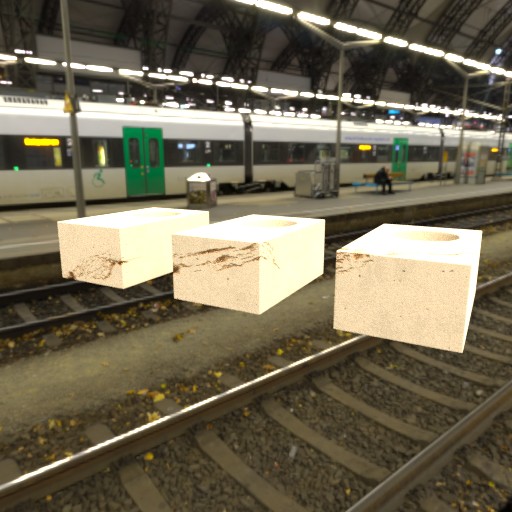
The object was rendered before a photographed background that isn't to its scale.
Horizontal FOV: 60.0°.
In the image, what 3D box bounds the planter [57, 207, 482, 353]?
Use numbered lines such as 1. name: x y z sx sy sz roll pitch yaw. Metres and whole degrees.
1. planter: 0.000 0.000 0.375 0.333 0.051 0.127 7 14 28
